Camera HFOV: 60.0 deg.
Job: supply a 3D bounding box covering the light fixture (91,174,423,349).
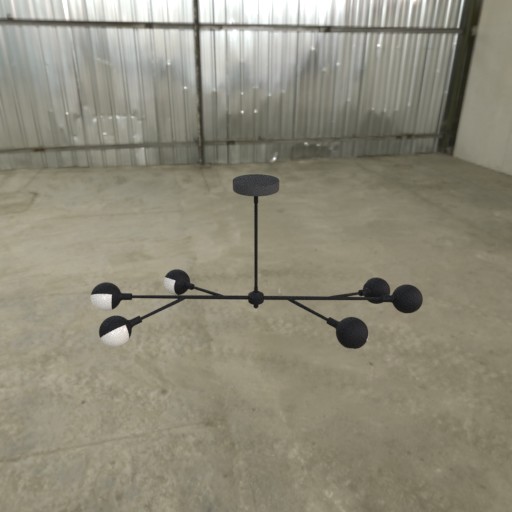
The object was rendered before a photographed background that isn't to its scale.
[{"bbox_3d":[0.000,0.000,1.034,0.778,0.362,0.434,7,26,15],"label":"light fixture"}]
